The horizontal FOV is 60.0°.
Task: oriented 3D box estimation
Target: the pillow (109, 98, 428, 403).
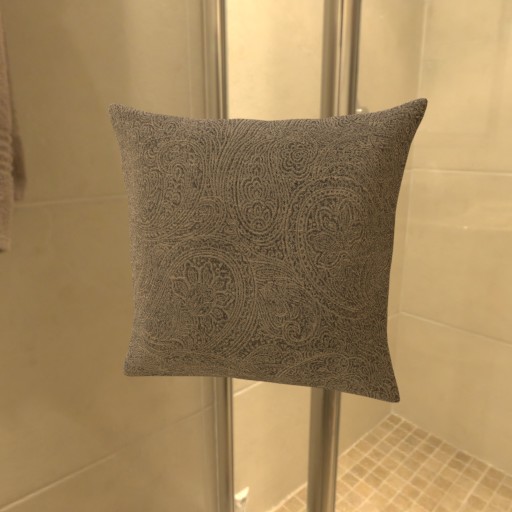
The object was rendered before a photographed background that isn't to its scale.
[{"bbox_3d":[0.000,0.000,0.768,0.523,0.510,0.166,2,15,9],"label":"pillow"}]
